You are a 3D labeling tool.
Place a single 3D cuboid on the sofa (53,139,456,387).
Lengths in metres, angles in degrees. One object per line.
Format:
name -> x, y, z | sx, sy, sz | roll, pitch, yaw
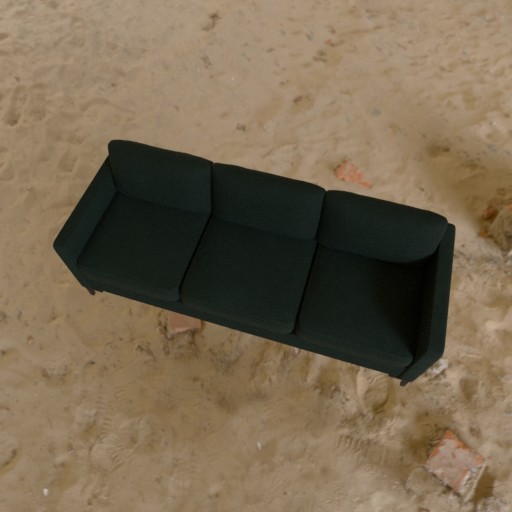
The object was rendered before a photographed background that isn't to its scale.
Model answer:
sofa -> 0.000, 0.000, 2.760 | 2.218, 0.870, 0.859 | 15, 61, 8
